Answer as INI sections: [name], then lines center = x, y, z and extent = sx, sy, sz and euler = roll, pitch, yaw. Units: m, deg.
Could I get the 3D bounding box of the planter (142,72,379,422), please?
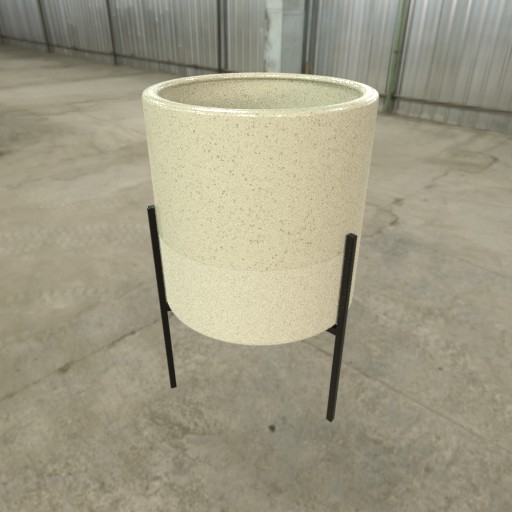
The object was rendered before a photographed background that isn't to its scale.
[planter]
center = 0.000, 0.000, 0.543
extent = 0.243, 0.390, 0.234
euler = -9, 31, -15
